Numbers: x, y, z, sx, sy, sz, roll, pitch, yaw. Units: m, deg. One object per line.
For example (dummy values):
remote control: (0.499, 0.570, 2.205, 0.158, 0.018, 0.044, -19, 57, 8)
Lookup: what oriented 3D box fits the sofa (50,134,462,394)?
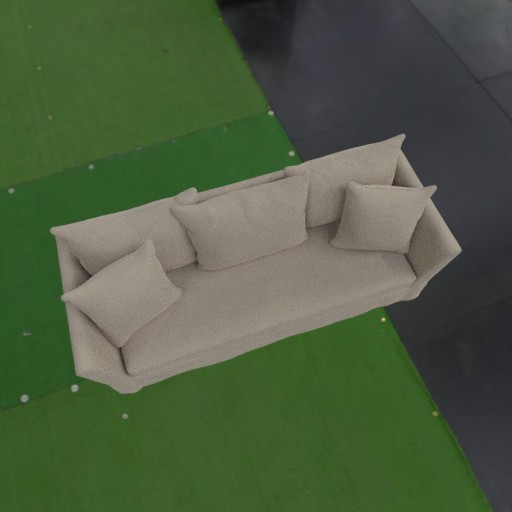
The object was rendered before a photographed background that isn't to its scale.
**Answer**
sofa: (0.000, 0.000, 3.094, 2.499, 1.047, 1.046, -17, 65, -8)
